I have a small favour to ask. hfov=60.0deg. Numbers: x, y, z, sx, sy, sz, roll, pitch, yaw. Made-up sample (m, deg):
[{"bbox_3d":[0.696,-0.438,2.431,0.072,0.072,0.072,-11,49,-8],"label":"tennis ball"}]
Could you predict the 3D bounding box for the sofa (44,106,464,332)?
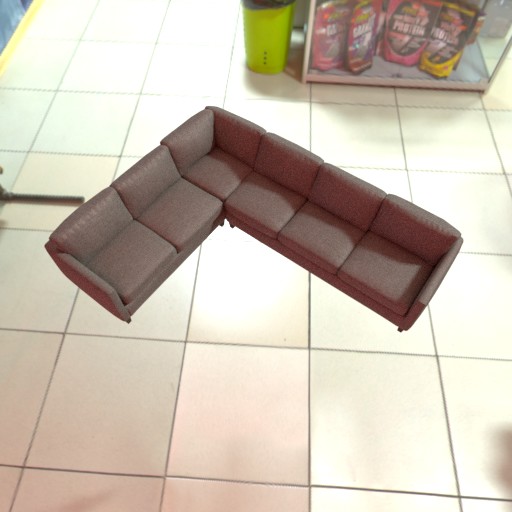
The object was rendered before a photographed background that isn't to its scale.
[{"bbox_3d":[0.000,0.000,4.529,3.302,0.947,2.593,32,63,19],"label":"sofa"}]
